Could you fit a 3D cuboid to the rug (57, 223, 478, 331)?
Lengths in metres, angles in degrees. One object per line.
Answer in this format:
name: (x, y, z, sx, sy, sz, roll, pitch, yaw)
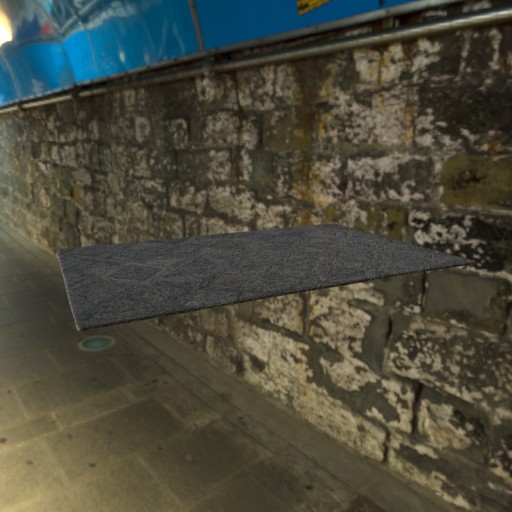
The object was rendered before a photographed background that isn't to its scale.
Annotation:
rug: (0.000, 0.000, 2.187, 1.752, 0.013, 1.158, -7, 16, -25)
